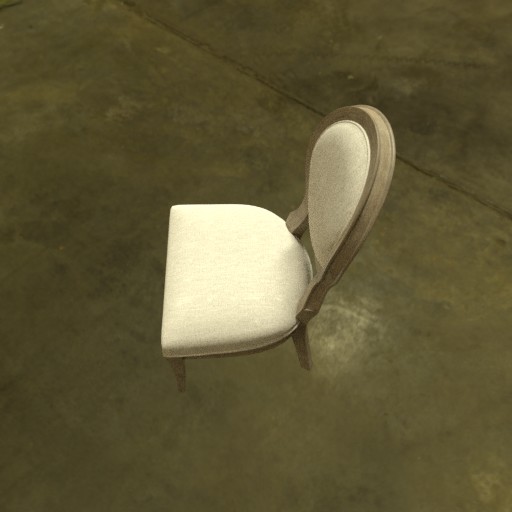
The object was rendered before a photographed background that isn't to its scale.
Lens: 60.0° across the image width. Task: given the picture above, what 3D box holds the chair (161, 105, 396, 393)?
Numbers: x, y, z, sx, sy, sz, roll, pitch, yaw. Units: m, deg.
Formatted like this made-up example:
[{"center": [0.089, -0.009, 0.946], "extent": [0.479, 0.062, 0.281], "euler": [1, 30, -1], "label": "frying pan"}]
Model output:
[{"center": [0.000, 0.000, 1.375], "extent": [0.602, 0.990, 0.558], "euler": [-2, 57, -2], "label": "chair"}]
